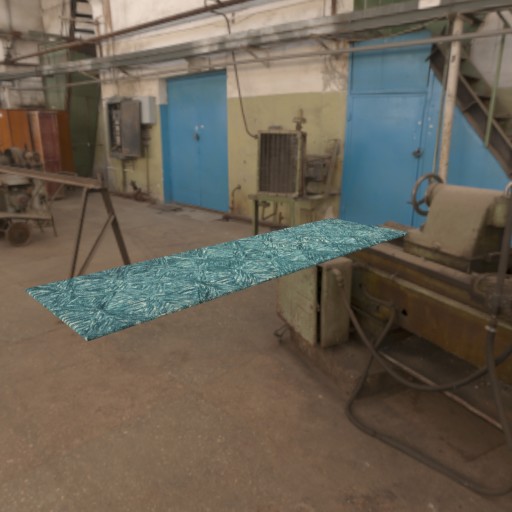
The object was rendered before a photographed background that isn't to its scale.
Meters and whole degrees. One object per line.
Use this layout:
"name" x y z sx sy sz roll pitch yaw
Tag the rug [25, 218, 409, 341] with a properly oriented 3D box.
"rug" 0.000 0.000 2.552 2.286 0.016 0.676 -15 23 -41
